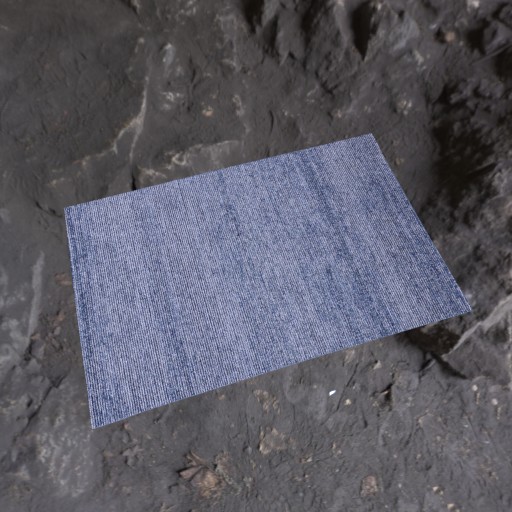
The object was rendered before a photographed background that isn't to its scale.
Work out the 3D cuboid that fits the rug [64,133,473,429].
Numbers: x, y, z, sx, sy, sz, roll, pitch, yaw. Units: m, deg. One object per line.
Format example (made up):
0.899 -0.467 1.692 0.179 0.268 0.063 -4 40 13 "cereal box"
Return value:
0.000 0.000 2.203 1.777 0.021 1.145 -15 64 -8 "rug"
